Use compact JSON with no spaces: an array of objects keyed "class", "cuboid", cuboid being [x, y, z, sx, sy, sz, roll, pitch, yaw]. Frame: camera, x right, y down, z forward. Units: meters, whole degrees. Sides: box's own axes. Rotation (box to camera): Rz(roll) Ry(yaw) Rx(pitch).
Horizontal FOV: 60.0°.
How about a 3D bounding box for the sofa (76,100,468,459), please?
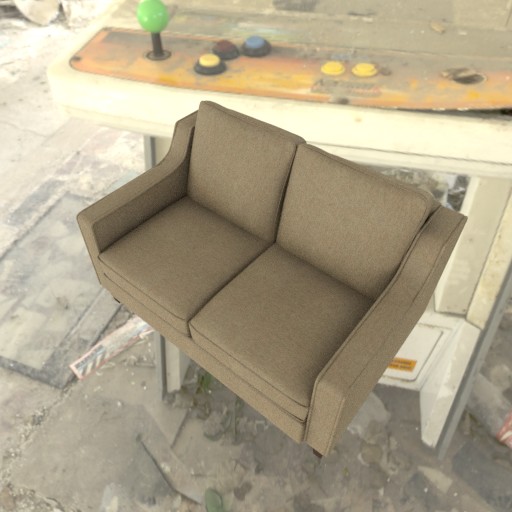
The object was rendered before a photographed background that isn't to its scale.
[{"class":"sofa","cuboid":[0.000,0.000,2.152,1.503,0.981,0.985,30,53,26]}]
